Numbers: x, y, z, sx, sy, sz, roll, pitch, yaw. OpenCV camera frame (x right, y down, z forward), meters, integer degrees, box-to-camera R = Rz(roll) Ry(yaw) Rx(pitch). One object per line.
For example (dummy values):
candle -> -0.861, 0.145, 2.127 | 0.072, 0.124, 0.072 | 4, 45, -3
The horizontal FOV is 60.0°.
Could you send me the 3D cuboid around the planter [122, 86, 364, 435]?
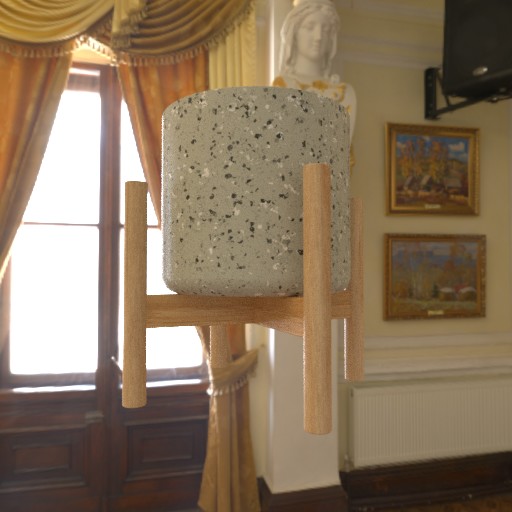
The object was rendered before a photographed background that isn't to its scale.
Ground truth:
planter -> 0.000, 0.000, 0.531 | 0.284, 0.320, 0.284 | 0, -2, -1
